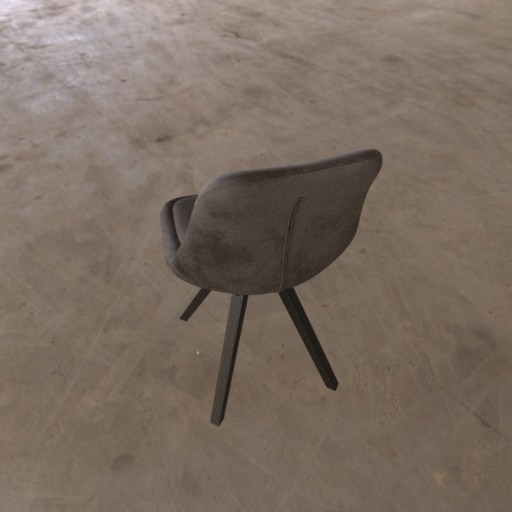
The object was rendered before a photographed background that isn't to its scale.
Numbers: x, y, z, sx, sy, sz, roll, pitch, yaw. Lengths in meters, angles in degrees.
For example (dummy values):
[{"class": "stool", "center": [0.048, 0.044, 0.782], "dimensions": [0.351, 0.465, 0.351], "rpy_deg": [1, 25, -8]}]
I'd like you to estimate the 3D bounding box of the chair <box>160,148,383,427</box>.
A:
[{"class": "chair", "center": [0.000, 0.000, 1.189], "dimensions": [0.476, 0.850, 0.550], "rpy_deg": [-12, 44, -13]}]
